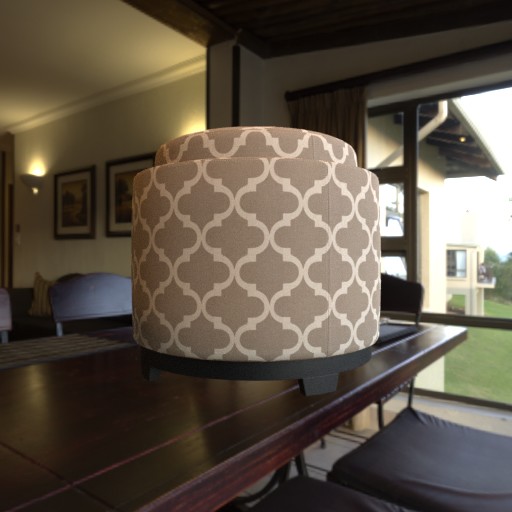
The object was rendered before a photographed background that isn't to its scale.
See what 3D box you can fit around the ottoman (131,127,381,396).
[{"bbox_3d":[0.000,0.000,0.885,0.480,0.429,0.480,0,0,0],"label":"ottoman"}]
